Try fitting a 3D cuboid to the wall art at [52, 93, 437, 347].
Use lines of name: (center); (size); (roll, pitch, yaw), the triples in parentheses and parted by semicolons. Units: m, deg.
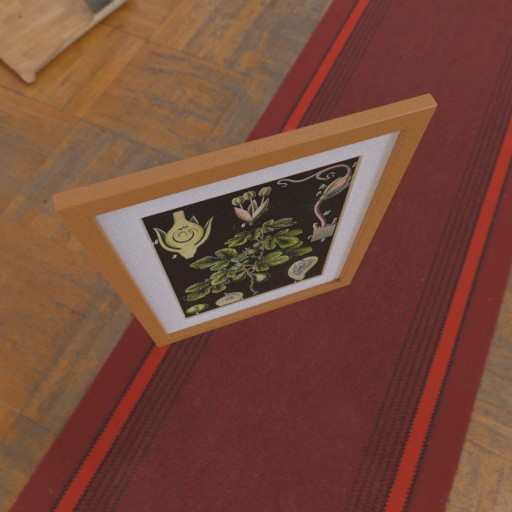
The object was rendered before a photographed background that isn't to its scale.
wall art: (0.000, 0.000, 0.747); (0.452, 0.553, 0.022); (-17, 65, -8)
